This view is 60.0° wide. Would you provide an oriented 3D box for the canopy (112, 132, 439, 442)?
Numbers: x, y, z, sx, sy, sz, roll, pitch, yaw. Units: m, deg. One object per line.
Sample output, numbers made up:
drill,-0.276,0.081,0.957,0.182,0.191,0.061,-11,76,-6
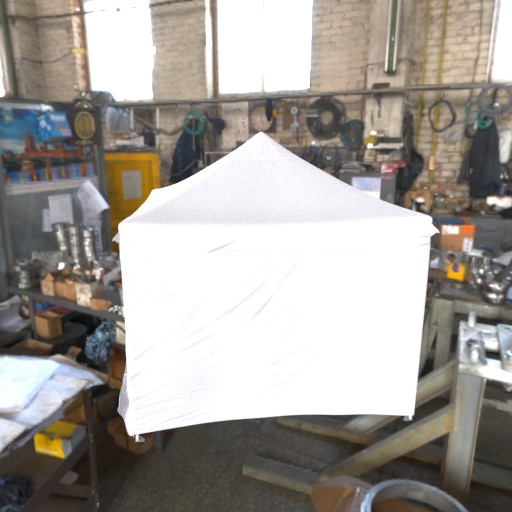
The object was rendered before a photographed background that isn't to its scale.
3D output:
canopy,0.000,0.000,5.549,3.121,2.997,3.043,-2,14,-7
